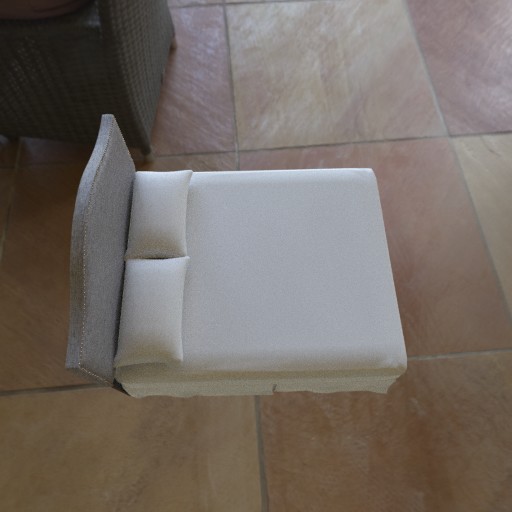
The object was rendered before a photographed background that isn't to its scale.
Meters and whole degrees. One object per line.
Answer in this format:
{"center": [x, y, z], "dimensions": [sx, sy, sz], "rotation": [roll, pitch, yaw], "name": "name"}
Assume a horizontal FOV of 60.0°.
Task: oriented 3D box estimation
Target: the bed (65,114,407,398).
{"center": [0.000, 0.000, 2.874], "dimensions": [1.870, 1.295, 1.610], "rotation": [-2, 66, -1], "name": "bed"}
